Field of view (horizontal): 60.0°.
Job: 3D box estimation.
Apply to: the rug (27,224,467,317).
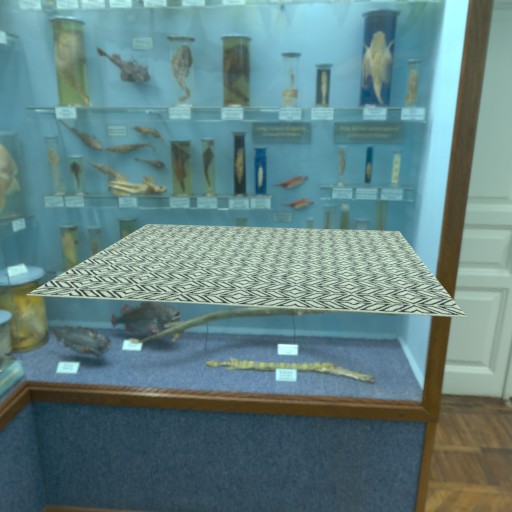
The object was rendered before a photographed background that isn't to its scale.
[{"bbox_3d":[0.000,0.000,4.176,3.045,0.008,2.421,2,16,7],"label":"rug"}]
